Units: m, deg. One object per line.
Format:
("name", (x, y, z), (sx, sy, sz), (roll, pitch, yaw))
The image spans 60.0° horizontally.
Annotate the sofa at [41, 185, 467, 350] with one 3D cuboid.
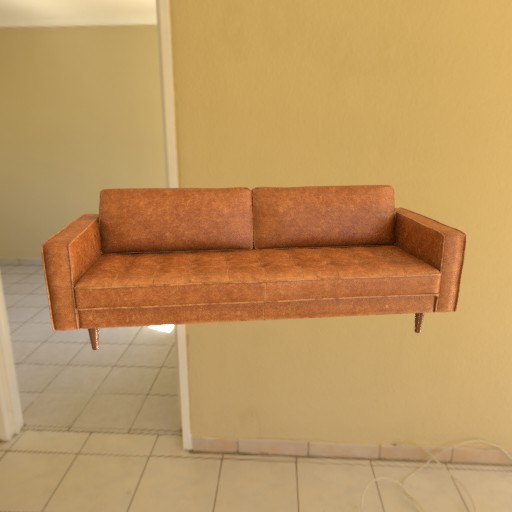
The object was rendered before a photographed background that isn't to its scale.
("sofa", (0.000, 0.000, 2.675), (2.199, 0.779, 0.886), (-2, 16, -6))
